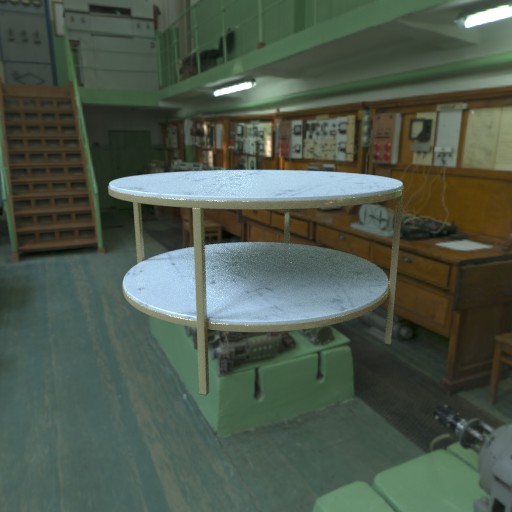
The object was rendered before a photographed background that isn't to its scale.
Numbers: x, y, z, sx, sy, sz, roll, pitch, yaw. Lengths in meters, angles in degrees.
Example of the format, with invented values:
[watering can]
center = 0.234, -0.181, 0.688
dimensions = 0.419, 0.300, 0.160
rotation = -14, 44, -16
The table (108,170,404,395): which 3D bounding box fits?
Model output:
[table]
center = 0.000, 0.000, 1.315
dimensions = 0.800, 0.450, 0.800
rotation = 0, 15, 0
